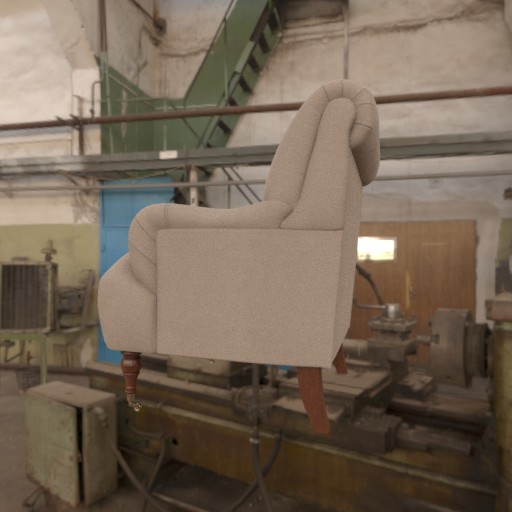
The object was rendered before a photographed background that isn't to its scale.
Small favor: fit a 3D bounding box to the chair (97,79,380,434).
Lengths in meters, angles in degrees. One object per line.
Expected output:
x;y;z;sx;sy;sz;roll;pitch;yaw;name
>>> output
0.000;0.000;1.566;0.842;0.942;0.766;0;0;16;chair
